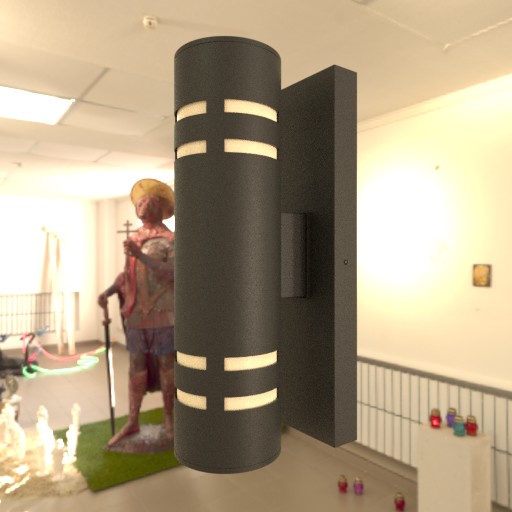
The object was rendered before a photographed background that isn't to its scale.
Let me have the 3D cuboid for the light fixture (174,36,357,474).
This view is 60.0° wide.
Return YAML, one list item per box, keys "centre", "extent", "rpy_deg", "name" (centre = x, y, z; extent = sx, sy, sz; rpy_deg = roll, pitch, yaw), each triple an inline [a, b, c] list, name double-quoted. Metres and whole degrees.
- centre: [0.000, 0.000, 0.395]
  extent: [0.149, 0.330, 0.105]
  rpy_deg: [0, 0, -36]
  name: "light fixture"
